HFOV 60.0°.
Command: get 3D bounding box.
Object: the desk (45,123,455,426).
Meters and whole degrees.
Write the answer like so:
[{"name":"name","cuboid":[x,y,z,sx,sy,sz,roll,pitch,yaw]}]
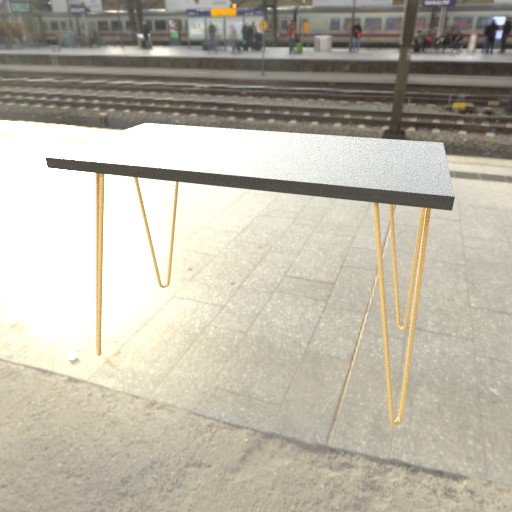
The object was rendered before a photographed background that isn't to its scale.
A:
[{"name":"desk","cuboid":[0.000,0.000,1.374,0.991,0.660,0.499,8,28,16]}]
